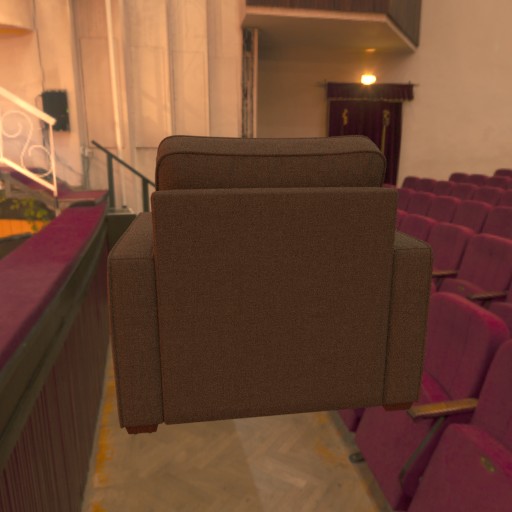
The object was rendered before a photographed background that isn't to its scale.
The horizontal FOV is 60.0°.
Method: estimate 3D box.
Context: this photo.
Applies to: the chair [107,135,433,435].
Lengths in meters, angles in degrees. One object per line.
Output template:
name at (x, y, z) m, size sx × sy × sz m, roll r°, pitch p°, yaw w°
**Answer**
chair at (0.000, 0.000, 1.769) m, size 1.017 × 0.919 × 0.940 m, roll -2°, pitch 14°, yaw -8°
